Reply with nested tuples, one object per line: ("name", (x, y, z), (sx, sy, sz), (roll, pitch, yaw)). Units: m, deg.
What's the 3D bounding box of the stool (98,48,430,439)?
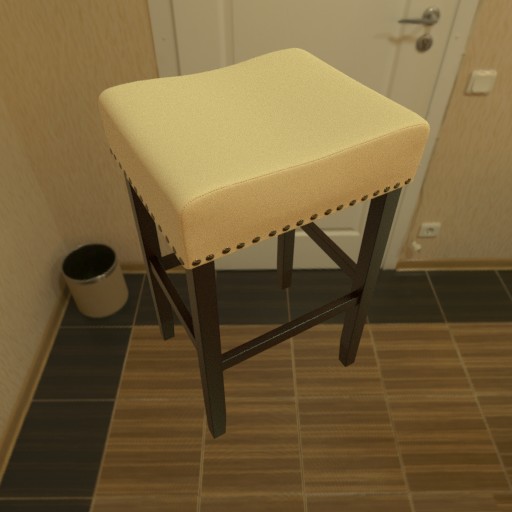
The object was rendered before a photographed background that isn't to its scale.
("stool", (0.000, 0.000, 1.043), (0.471, 0.762, 0.401), (-22, 48, -21))
